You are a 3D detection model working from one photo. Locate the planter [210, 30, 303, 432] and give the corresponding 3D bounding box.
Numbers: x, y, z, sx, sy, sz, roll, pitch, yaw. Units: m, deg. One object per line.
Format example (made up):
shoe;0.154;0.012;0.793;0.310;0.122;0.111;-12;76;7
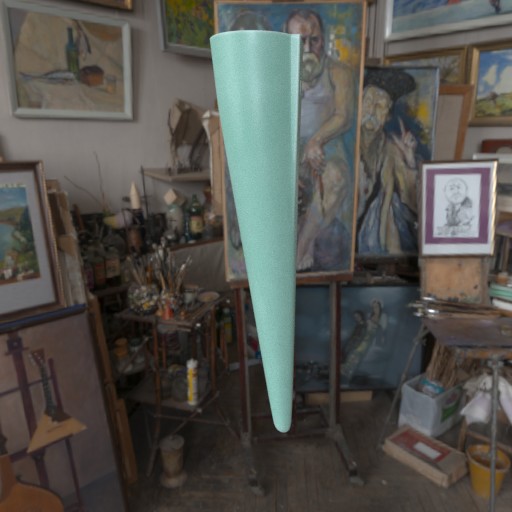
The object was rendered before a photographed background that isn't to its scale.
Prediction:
planter;0.000;0.000;0.299;0.055;0.268;0.054;2;15;9
